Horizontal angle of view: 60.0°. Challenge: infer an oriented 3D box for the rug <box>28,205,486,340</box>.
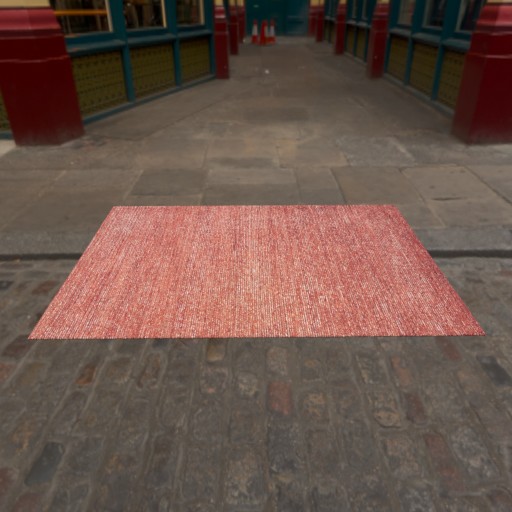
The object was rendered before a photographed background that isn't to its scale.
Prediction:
[{"bbox_3d":[0.000,0.000,5.032,3.965,0.025,2.803,0,30,-1],"label":"rug"}]
